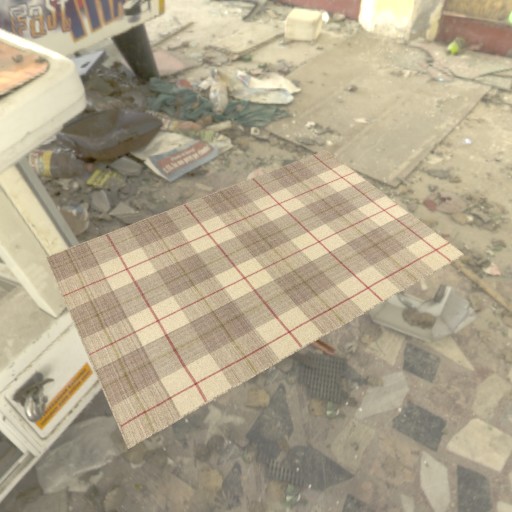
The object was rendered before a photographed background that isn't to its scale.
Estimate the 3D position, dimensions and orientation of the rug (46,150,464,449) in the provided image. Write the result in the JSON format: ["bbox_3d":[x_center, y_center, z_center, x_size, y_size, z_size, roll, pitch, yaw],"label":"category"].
[{"bbox_3d":[0.000,0.000,3.070,2.464,0.010,1.549,-25,51,-22],"label":"rug"}]
